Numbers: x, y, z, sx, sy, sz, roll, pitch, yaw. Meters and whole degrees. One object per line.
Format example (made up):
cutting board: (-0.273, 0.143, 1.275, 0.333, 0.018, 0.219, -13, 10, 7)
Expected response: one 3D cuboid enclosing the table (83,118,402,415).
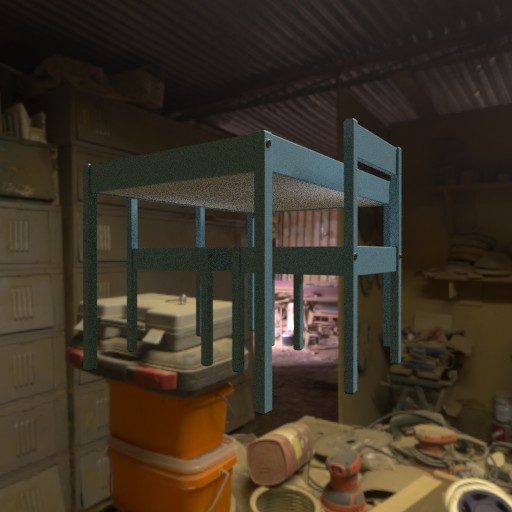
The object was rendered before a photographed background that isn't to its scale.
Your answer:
table: (0.000, 0.000, 1.100, 0.633, 0.503, 0.639, 0, 0, 35)
